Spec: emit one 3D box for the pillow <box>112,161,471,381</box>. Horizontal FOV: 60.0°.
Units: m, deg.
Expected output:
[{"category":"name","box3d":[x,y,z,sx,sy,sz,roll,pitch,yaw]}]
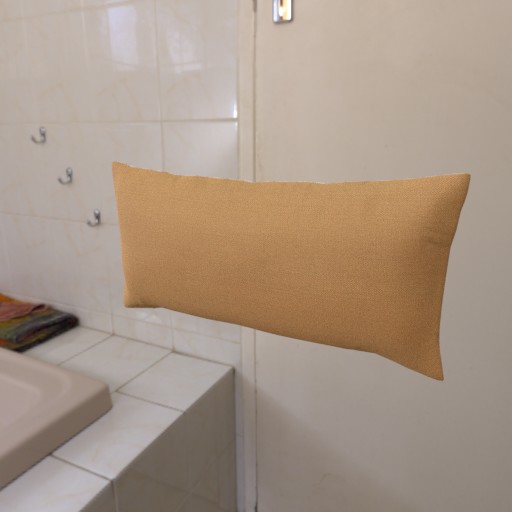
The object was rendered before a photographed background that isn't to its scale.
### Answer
[{"category":"pillow","box3d":[0.000,0.000,0.729,0.608,0.291,0.151,8,17,27]}]
